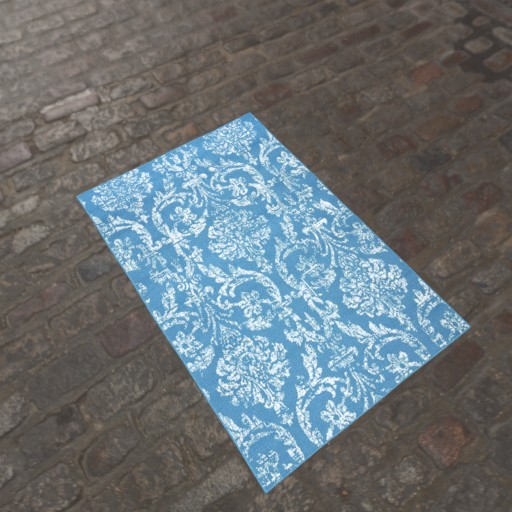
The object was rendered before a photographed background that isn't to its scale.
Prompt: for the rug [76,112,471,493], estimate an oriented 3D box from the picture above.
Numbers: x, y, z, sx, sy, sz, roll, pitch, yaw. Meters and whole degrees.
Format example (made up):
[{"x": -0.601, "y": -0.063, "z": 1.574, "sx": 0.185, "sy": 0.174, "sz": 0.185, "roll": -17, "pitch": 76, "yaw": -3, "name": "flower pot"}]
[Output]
[{"x": 0.000, "y": 0.000, "z": 2.315, "sx": 1.211, "sy": 0.012, "sz": 1.833, "roll": -31, "pitch": 64, "yaw": -18, "name": "rug"}]
